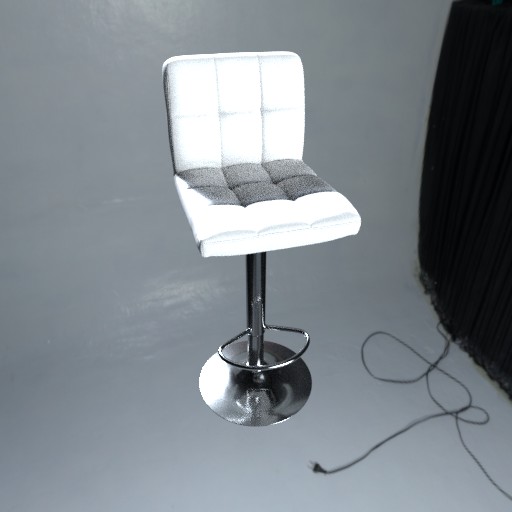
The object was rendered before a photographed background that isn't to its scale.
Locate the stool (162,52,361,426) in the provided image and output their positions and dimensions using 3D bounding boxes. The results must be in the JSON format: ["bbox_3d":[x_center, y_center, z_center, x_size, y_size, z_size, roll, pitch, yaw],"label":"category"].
[{"bbox_3d":[0.000,0.000,1.394,0.430,1.115,0.505,-9,33,-14],"label":"stool"}]
